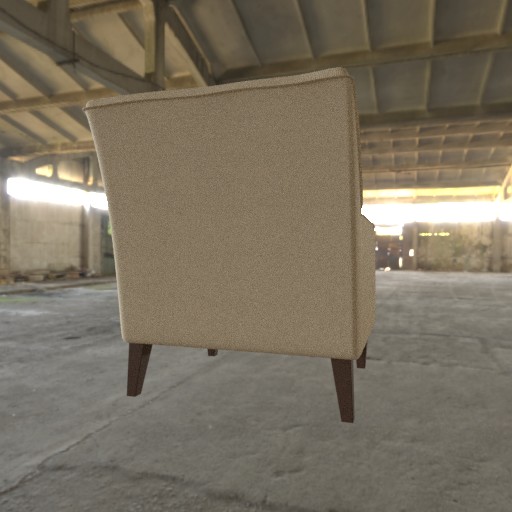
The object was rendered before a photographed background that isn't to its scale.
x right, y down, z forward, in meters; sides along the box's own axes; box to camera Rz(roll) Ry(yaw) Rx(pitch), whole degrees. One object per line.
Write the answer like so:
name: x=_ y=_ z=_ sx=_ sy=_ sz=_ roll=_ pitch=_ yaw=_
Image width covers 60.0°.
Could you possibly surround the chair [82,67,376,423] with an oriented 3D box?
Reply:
chair: x=0.000 y=0.000 z=1.570 sx=0.780 sy=0.919 sz=0.899 roll=0 pitch=0 yaw=19
